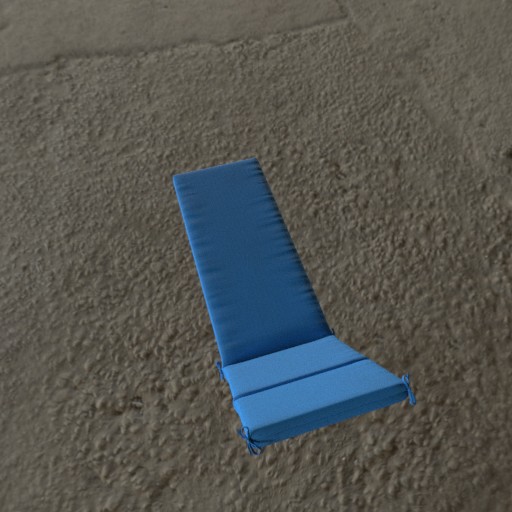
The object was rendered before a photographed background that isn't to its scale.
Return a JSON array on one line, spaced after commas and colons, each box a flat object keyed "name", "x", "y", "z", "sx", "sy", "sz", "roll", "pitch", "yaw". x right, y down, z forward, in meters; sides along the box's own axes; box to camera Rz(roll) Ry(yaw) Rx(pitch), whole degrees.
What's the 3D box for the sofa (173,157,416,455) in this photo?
[{"name": "sofa", "x": 0.000, "y": 0.000, "z": 1.979, "sx": 0.582, "sy": 0.622, "sz": 1.663, "roll": -14, "pitch": 58, "yaw": -9}]
